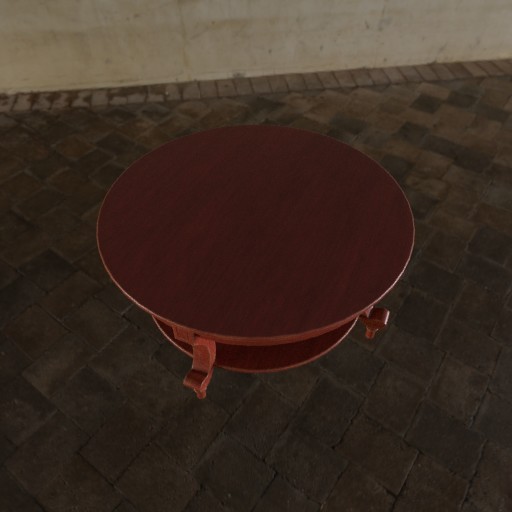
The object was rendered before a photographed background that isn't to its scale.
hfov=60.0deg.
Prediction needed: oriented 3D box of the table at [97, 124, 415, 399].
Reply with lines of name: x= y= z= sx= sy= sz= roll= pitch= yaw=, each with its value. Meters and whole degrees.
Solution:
table: x=0.000 y=0.000 z=1.643 sx=1.029 sy=0.486 sz=1.029 roll=0 pitch=47 yaw=0
